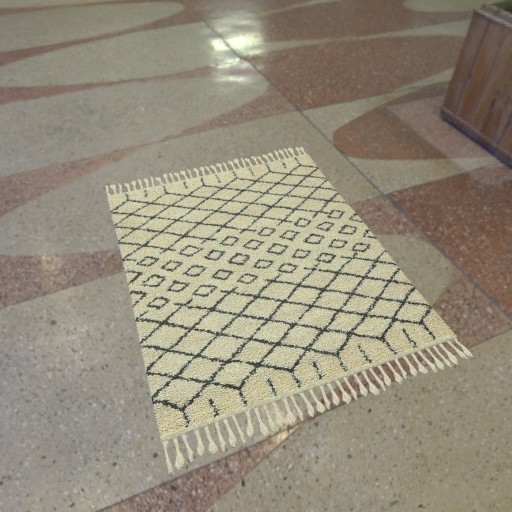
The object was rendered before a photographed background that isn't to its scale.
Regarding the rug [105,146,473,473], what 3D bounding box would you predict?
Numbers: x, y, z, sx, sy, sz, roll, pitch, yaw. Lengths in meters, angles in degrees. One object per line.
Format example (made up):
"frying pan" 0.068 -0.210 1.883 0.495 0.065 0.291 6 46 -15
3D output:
"rug" 0.000 0.000 4.149 2.388 0.030 3.213 -15 48 -14
